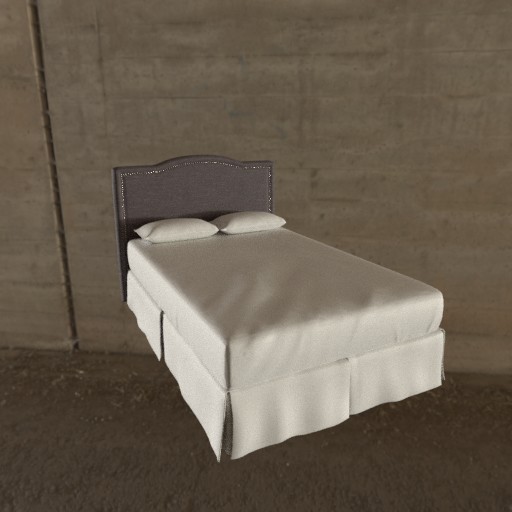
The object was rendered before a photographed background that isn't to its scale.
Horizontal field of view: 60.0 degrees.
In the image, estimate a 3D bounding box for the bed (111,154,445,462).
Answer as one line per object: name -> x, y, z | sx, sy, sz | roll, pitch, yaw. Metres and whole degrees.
bed -> 0.000, 0.000, 3.550 | 1.741, 1.441, 2.507 | -8, 19, -26
